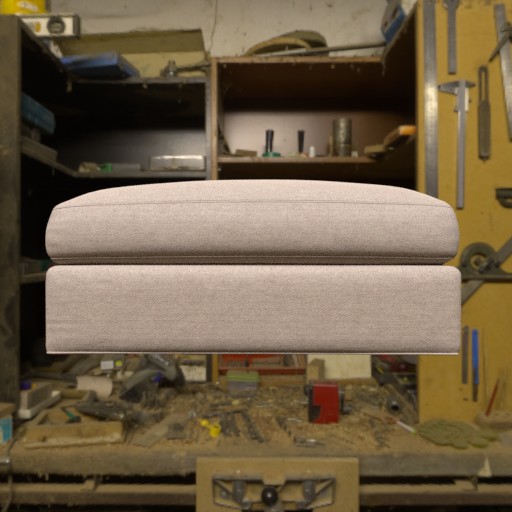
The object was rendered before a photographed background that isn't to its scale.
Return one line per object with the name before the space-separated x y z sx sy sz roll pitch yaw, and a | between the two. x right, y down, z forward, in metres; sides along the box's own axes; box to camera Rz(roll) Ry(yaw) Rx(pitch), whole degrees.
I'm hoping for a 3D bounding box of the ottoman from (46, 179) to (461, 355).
ottoman | 0.000 0.000 1.587 1.041 0.470 1.041 0 1 1
